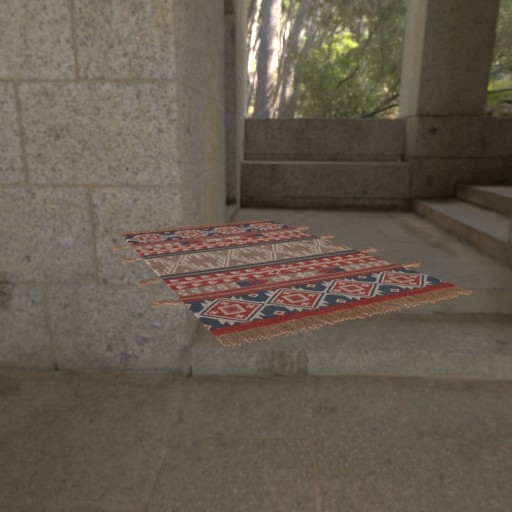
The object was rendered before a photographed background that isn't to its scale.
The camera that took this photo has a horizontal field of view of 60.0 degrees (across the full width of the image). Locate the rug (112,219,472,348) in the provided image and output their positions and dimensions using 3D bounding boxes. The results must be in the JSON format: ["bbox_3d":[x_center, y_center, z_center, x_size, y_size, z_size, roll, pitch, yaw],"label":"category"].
[{"bbox_3d":[0.000,0.000,3.168,1.778,0.048,2.450,-7,17,-25],"label":"rug"}]
